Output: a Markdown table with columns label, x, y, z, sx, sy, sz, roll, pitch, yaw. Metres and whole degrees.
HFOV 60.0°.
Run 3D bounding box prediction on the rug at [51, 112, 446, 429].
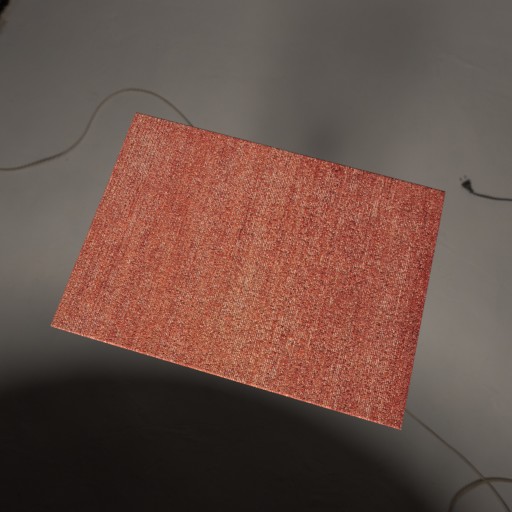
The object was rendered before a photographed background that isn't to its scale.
| label | x | y | z | sx | sy | sz | roll | pitch | yaw |
| --- | --- | --- | --- | --- | --- | --- | --- | --- | --- |
| rug | 0.000 | 0.000 | 5.142 | 3.965 | 0.025 | 2.803 | 15 | 76 | 4 |
